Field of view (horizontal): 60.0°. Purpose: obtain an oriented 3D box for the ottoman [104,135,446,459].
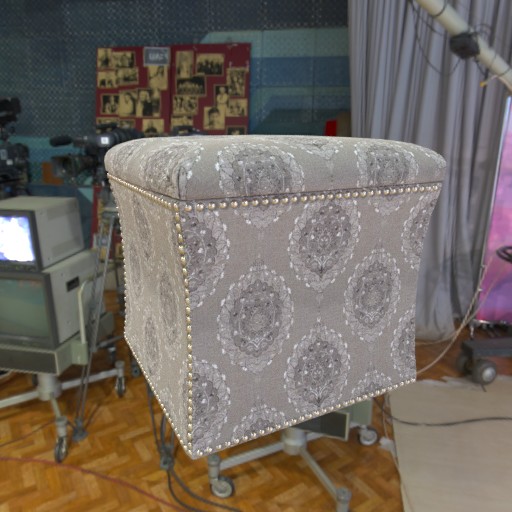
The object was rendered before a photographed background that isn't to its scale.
[{"bbox_3d":[0.000,0.000,0.898,0.497,0.473,0.507,-8,18,-26],"label":"ottoman"}]
